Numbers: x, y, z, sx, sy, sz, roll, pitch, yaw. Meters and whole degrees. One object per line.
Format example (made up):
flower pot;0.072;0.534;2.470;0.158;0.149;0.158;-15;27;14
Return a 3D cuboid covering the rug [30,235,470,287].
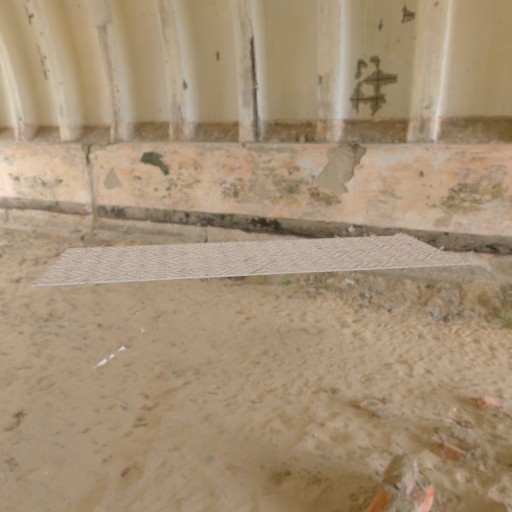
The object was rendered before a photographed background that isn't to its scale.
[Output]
rug;0.000;0.000;2.778;2.435;0.009;0.750;-3;16;-9
